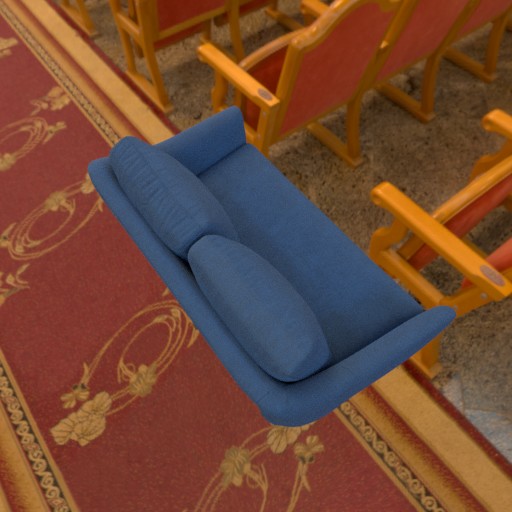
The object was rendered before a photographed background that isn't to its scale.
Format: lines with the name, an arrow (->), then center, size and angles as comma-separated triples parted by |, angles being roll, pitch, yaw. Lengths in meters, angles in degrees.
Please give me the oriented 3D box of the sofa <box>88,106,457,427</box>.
sofa -> 0.000, 0.000, 2.167 | 0.960, 0.902, 1.619 | -33, 64, -18
